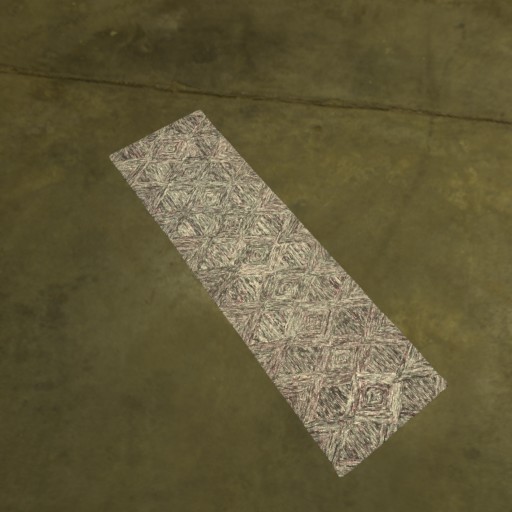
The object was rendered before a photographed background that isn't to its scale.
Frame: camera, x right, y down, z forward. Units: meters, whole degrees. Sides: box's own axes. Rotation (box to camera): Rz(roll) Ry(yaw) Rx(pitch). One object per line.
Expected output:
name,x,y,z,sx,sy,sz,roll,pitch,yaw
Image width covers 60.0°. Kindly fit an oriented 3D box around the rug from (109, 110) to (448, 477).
rug,0.000,0.000,2.537,0.719,0.013,2.305,-33,67,-16
